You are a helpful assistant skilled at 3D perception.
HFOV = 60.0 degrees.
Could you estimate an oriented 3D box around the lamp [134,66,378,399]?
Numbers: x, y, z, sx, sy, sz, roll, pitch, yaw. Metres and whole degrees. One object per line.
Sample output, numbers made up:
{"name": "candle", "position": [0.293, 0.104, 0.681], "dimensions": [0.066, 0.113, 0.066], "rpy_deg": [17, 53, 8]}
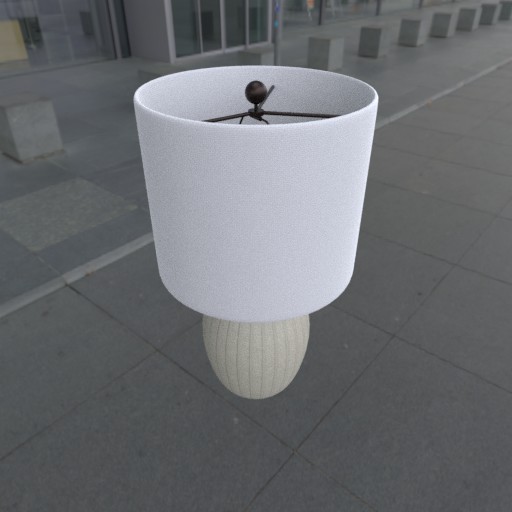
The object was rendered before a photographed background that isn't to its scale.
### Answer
{"name": "lamp", "position": [0.000, 0.000, 0.758], "dimensions": [0.329, 0.570, 0.329], "rpy_deg": [-21, 39, -28]}
